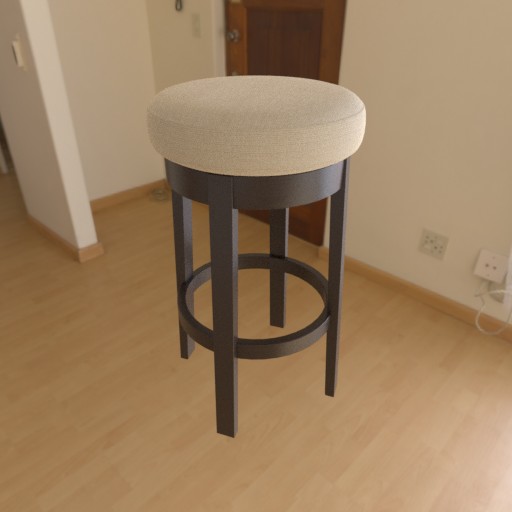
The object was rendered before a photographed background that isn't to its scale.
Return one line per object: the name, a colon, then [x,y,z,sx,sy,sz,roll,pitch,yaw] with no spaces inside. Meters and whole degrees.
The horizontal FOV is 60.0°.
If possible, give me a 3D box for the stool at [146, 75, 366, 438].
stool: [0.000,0.000,1.048,0.446,0.758,0.446,0,31,0]
